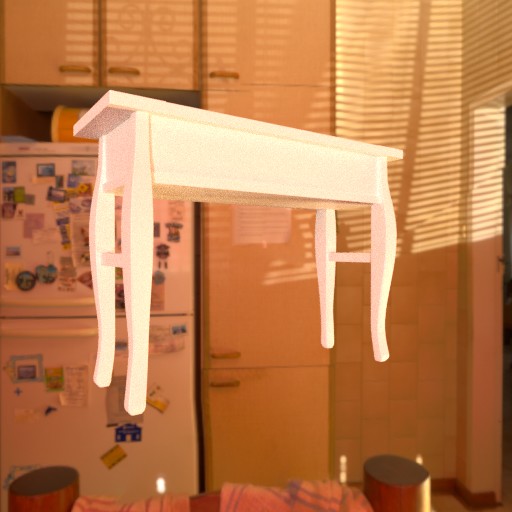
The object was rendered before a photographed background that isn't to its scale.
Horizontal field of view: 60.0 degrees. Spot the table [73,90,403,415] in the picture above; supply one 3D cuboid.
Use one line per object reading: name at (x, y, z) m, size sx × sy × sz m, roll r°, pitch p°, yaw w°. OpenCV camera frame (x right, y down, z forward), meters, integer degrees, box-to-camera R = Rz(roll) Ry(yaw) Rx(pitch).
table at (0.000, 0.000, 1.466) m, size 1.062 × 0.768 × 0.373 m, roll 0°, pitch 1°, yaw -35°
